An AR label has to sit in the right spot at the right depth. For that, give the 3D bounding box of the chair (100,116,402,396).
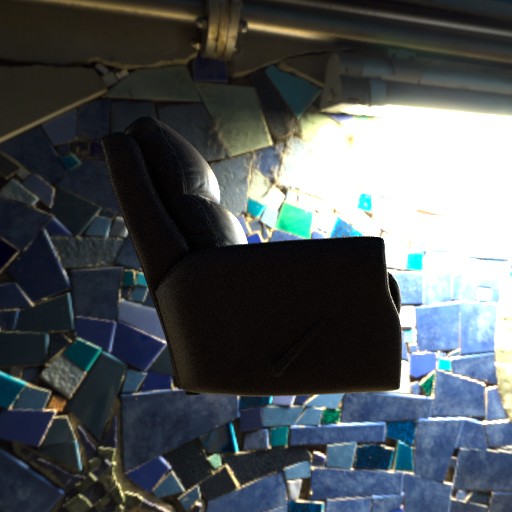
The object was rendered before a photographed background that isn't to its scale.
[{"bbox_3d":[0.000,0.000,1.848,1.080,1.030,0.829,0,1,-1],"label":"chair"}]
